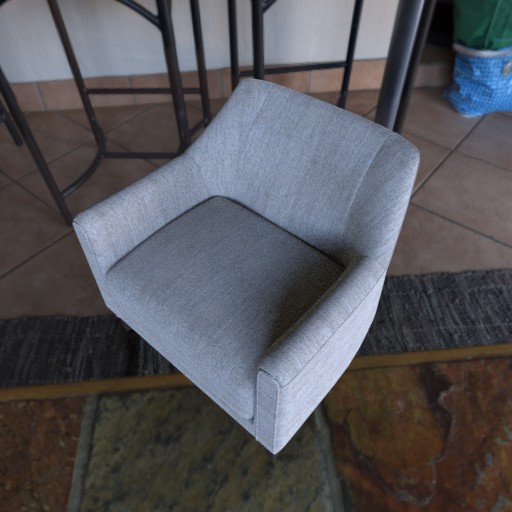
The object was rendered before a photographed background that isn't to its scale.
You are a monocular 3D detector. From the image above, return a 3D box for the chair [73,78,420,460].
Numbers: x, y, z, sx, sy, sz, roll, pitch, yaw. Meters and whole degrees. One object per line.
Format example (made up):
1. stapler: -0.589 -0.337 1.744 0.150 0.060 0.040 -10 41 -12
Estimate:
1. chair: 0.000 0.000 1.415 0.796 0.761 0.758 33 55 26
